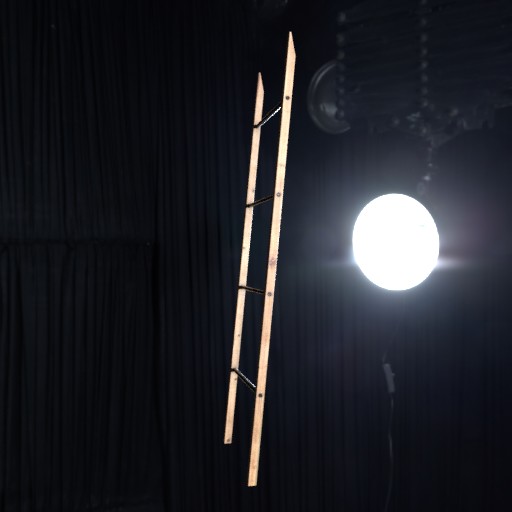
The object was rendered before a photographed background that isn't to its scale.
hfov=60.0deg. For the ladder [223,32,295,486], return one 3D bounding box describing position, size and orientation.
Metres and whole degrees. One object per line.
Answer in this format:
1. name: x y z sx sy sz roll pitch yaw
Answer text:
1. ladder: 0.000 0.000 1.971 0.200 1.805 0.442 0 0 -17
